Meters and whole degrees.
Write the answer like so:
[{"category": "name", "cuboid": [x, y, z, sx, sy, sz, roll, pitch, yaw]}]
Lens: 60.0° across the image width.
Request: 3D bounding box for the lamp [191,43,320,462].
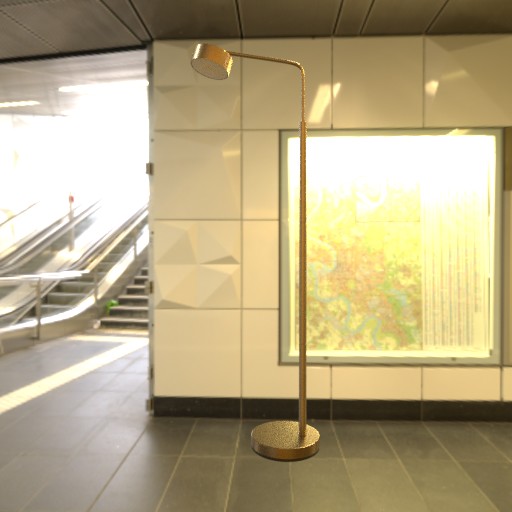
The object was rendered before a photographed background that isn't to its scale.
[{"category": "lamp", "cuboid": [0.000, 0.000, 1.394, 0.418, 1.230, 0.219, 0, 1, -17]}]
